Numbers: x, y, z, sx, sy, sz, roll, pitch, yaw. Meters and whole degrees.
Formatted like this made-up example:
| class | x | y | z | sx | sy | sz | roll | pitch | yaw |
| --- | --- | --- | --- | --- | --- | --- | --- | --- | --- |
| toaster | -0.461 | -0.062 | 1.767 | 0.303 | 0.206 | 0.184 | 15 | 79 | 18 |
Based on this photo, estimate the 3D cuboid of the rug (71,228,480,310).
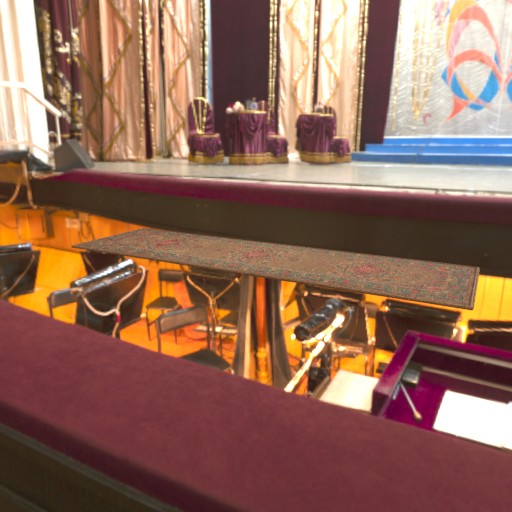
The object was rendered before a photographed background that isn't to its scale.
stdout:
| class | x | y | z | sx | sy | sz | roll | pitch | yaw |
| --- | --- | --- | --- | --- | --- | --- | --- | --- | --- |
| rug | 0.000 | 0.000 | 2.552 | 2.297 | 0.019 | 0.659 | 8 | 16 | 27 |
